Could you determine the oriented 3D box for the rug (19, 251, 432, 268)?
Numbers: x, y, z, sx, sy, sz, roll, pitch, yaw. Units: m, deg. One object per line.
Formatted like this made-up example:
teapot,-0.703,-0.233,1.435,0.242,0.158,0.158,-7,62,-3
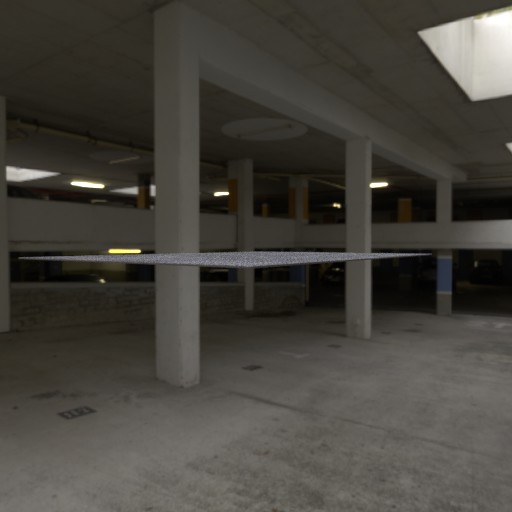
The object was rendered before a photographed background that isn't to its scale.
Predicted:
rug,0.000,0.000,2.857,1.600,0.008,2.235,1,2,36
